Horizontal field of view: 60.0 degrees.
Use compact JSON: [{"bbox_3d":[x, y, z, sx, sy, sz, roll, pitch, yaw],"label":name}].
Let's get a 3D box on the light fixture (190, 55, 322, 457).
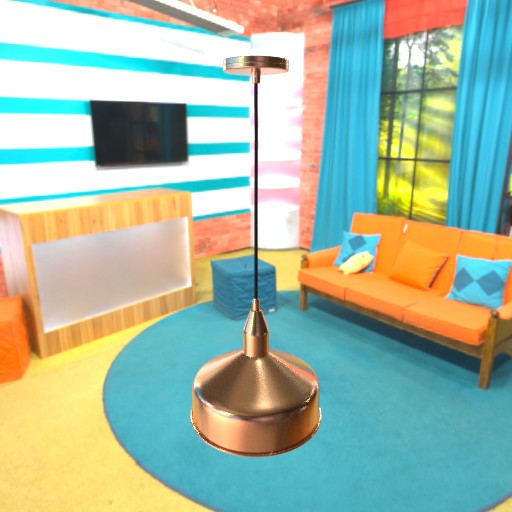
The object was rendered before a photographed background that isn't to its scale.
[{"bbox_3d":[0.000,0.000,0.926,0.301,0.754,0.301,2,16,8],"label":"light fixture"}]
